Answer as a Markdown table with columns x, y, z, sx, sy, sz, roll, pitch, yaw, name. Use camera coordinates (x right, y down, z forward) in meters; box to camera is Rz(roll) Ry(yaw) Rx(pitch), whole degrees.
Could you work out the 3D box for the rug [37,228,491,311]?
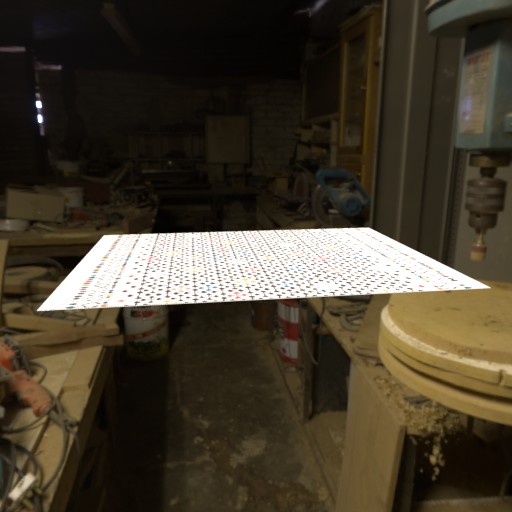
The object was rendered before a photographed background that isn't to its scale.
| x | y | z | sx | sy | sz | roll | pitch | yaw | name |
| --- | --- | --- | --- | --- | --- | --- | --- | --- | --- |
| 0.000 | 0.000 | 4.204 | 3.196 | 0.007 | 2.354 | -2 | 15 | -8 | rug |
